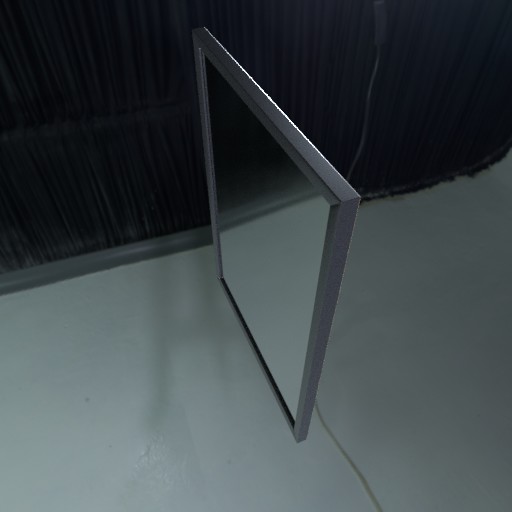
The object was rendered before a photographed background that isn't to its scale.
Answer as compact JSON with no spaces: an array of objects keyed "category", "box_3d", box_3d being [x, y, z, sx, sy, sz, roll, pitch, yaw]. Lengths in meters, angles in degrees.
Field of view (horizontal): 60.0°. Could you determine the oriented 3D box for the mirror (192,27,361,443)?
[{"category":"mirror","box_3d":[0.000,0.000,1.305,0.040,1.016,0.762,-18,50,-16]}]
